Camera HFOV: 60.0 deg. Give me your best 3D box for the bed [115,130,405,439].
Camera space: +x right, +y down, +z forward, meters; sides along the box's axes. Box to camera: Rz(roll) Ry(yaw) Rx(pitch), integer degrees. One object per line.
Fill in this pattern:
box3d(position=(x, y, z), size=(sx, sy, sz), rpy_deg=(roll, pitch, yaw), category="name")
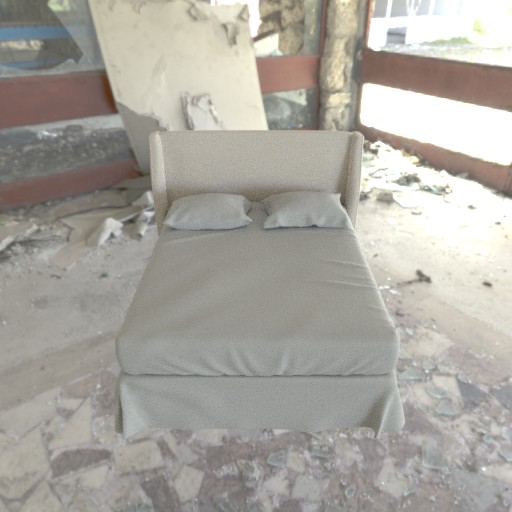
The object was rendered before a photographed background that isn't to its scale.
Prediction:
box3d(position=(0.000, 0.000, 3.371), size=(1.925, 1.332, 2.276), rpy_deg=(0, 31, 0), category="bed")
